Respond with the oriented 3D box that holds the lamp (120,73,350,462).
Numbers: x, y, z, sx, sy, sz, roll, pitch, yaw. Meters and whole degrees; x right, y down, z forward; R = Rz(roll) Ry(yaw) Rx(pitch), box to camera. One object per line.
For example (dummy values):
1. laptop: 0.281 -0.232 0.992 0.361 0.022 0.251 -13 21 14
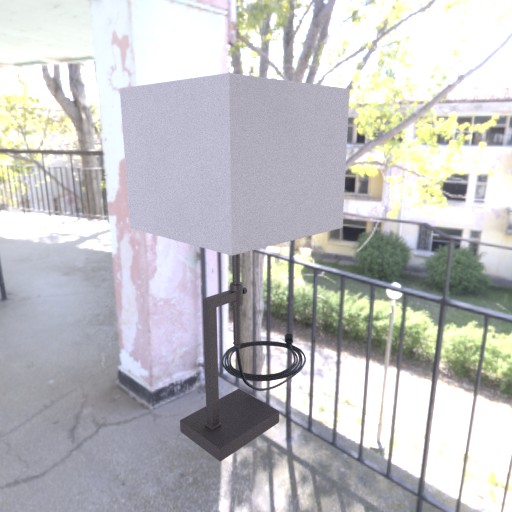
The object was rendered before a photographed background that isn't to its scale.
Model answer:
1. lamp: 0.000 0.000 0.963 0.399 0.660 0.504 14 21 43
